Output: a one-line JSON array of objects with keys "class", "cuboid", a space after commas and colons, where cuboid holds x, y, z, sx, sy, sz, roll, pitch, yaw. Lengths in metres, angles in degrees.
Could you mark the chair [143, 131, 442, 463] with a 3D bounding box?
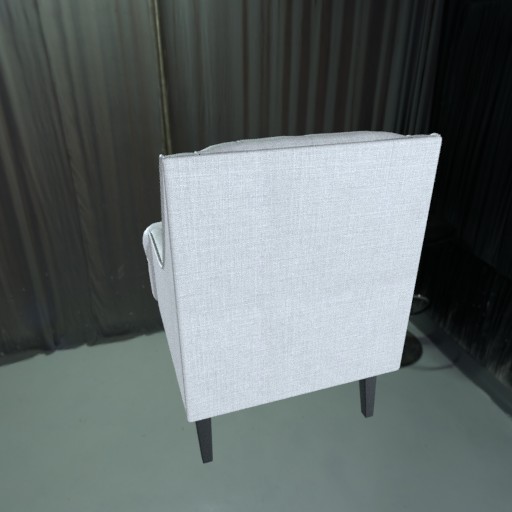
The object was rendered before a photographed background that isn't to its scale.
[{"class": "chair", "cuboid": [0.000, 0.000, 1.422, 0.658, 0.891, 0.772, -9, 28, -17]}]
